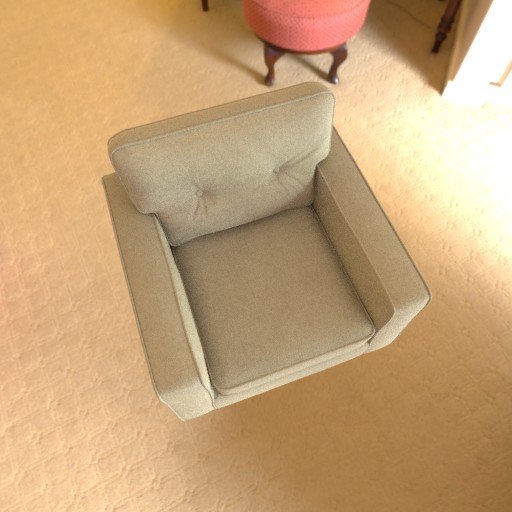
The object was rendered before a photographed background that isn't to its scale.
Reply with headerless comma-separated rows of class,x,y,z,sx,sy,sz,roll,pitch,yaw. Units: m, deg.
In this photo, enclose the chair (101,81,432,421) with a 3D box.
chair,0.000,0.000,1.797,1.015,0.965,0.939,-18,64,-9
